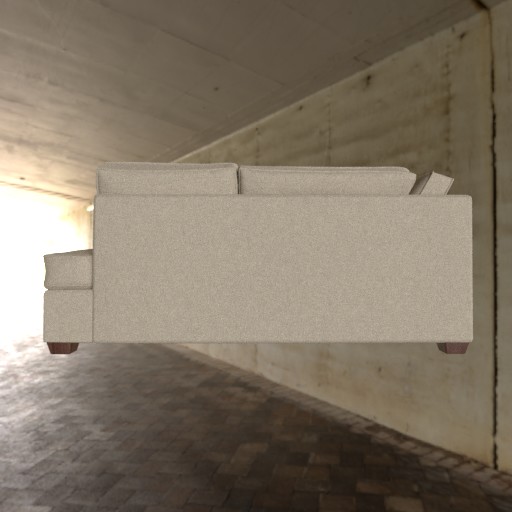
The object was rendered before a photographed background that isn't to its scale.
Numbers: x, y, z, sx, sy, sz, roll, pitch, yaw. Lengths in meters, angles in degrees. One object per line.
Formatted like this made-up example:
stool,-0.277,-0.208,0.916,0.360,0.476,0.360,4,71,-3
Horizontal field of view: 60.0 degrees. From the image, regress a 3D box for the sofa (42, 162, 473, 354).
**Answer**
sofa,0.000,0.000,2.810,2.237,1.033,1.110,0,-1,0
